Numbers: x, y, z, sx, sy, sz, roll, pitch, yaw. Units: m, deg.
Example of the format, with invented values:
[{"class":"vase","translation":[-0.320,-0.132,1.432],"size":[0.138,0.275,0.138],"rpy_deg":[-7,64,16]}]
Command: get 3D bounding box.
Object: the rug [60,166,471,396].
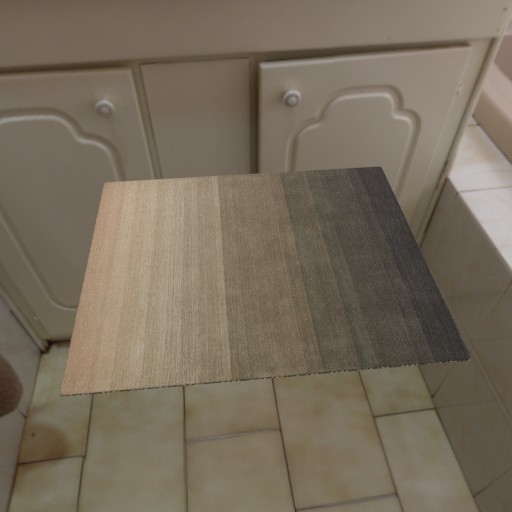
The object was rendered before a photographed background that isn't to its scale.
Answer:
[{"class":"rug","translation":[0.000,0.000,3.857],"size":[2.902,0.017,2.305],"rpy_deg":[-4,48,-4]}]
